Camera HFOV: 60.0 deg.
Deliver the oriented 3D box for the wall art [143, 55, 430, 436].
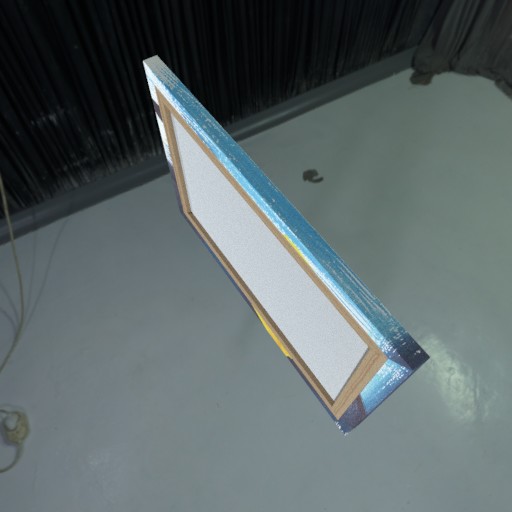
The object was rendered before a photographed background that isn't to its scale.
[{"bbox_3d":[0.000,0.000,1.143,0.039,0.610,0.914,-30,64,-17],"label":"wall art"}]
